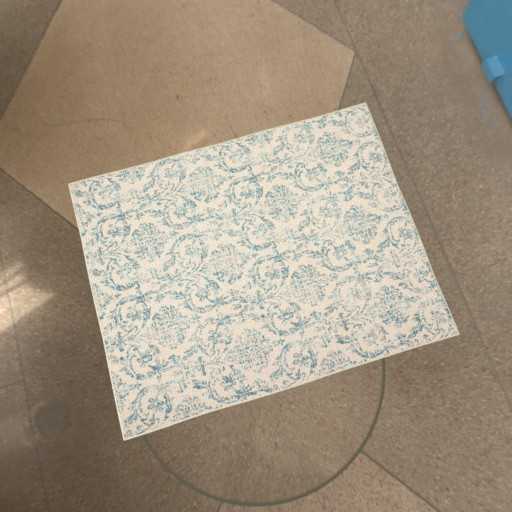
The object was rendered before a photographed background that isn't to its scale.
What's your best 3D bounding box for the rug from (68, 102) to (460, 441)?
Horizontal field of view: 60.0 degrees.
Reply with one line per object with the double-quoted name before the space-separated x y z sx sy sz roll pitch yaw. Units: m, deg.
"rug" 0.000 0.000 4.006 2.980 0.012 2.363 -16 77 -4
